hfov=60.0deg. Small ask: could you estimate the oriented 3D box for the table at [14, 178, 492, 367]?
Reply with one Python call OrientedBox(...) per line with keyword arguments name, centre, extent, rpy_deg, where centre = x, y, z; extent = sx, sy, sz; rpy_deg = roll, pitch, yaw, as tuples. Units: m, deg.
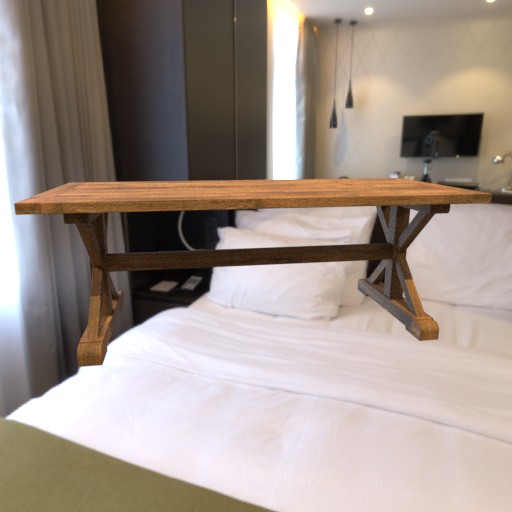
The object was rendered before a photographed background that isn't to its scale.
OrientedBox(name="table", centre=(0.000, 0.000, 2.383), extent=(2.031, 0.733, 0.907), rpy_deg=(-2, 15, -9))
